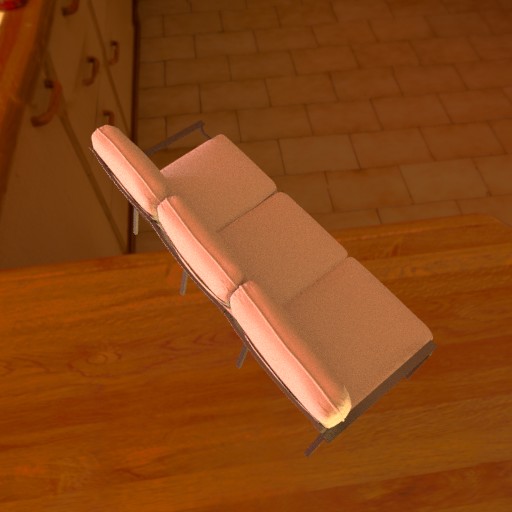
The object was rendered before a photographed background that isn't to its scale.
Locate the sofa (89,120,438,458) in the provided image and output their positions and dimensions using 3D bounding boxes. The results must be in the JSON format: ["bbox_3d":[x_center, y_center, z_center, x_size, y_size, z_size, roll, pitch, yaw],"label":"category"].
[{"bbox_3d":[0.000,0.000,2.208,0.787,0.860,1.740,-33,63,-19],"label":"sofa"}]
